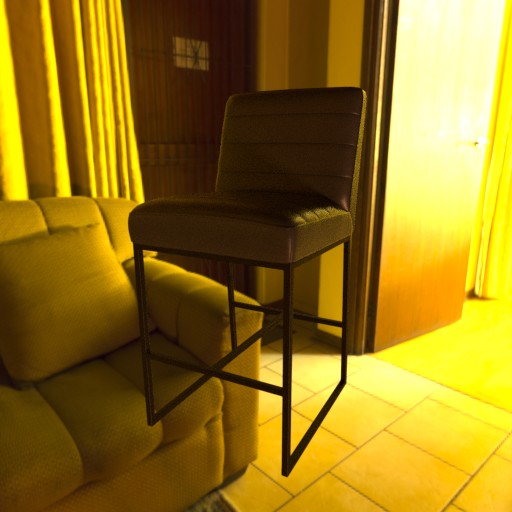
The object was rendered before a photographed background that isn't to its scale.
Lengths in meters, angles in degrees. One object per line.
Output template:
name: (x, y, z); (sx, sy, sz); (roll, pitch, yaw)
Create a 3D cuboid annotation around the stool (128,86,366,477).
stool: (0.000, 0.000, 1.264); (0.457, 0.938, 0.552); (8, 16, 27)
